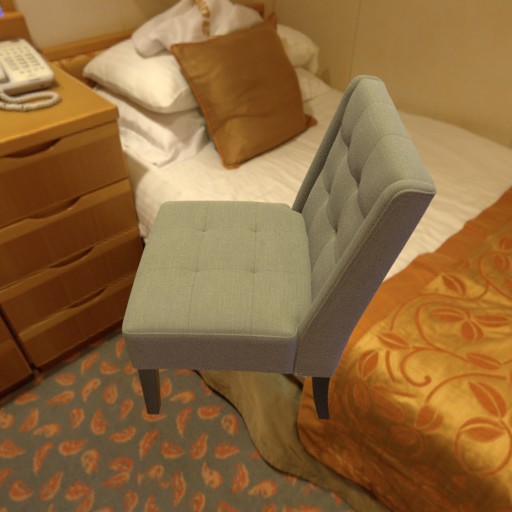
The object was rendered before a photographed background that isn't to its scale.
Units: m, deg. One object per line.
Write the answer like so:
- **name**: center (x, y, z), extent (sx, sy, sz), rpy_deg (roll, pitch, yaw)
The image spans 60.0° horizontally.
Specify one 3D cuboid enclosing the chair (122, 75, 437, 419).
- **chair**: center (0.000, 0.000, 1.279), extent (0.676, 0.853, 0.569), rpy_deg (1, 42, 1)
